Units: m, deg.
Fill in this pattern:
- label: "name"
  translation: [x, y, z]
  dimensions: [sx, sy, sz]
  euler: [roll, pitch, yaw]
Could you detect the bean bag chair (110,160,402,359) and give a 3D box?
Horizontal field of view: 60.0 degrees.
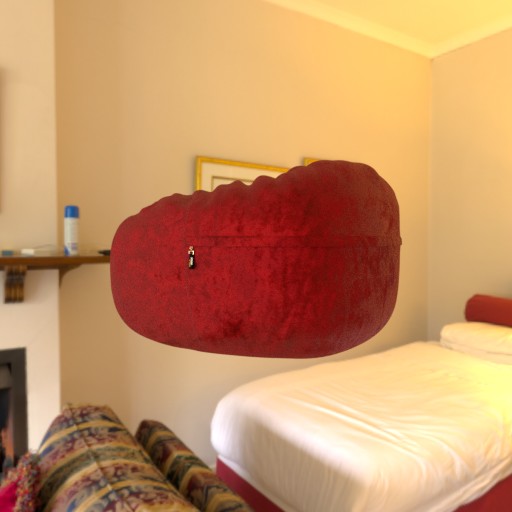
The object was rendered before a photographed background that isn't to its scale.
- label: "bean bag chair"
  translation: [0.000, 0.000, 2.438]
  dimensions: [1.524, 0.878, 1.524]
  euler: [1, 2, 18]
